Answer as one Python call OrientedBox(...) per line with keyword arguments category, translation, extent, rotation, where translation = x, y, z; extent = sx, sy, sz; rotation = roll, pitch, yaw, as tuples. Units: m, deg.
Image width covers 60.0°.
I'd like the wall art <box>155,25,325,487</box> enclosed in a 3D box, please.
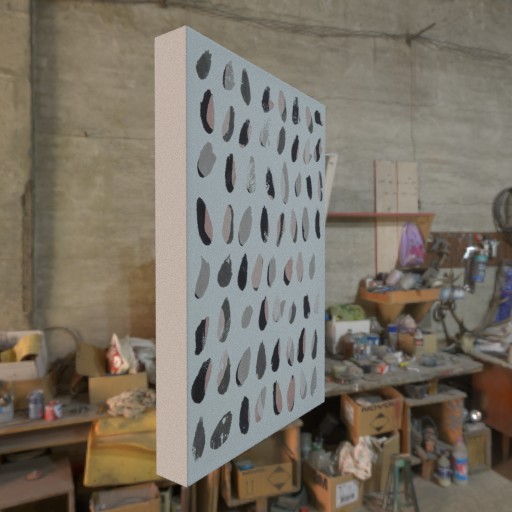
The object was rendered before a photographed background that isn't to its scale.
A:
OrientedBox(category="wall art", translation=(0.000, 0.000, 0.479), extent=(0.039, 0.381, 0.252), rotation=(1, 1, 35))
